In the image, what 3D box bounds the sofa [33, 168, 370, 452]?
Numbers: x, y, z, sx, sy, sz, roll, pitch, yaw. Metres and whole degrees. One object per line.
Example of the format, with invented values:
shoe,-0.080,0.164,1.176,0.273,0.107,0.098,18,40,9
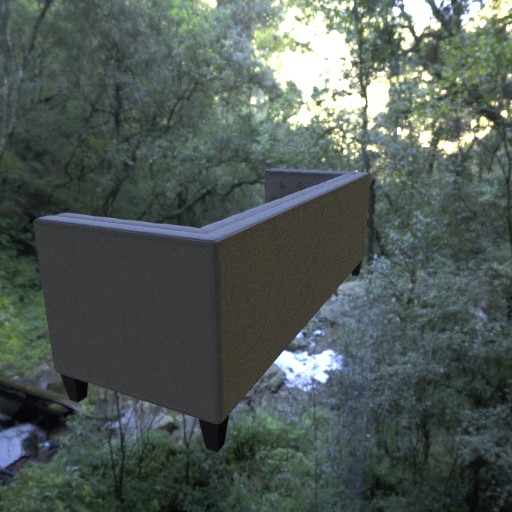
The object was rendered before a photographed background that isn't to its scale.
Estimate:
sofa,0.000,0.000,2.482,0.775,0.762,2.159,8,18,25
